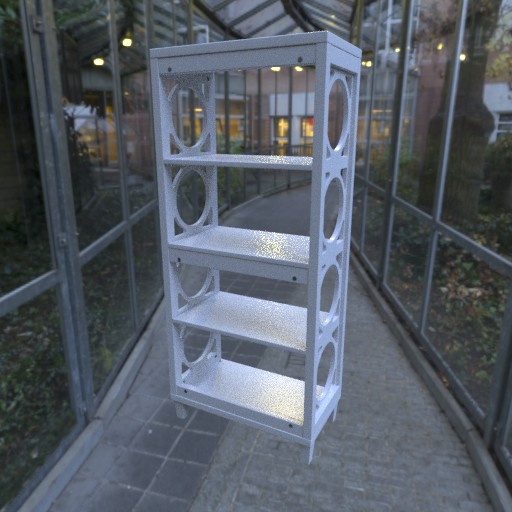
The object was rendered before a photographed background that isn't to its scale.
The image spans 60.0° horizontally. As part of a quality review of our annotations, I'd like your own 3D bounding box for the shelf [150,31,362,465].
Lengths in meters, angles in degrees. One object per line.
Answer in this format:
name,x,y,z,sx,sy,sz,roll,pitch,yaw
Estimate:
shelf,0.000,0.000,1.650,0.611,1.411,0.340,8,18,27
